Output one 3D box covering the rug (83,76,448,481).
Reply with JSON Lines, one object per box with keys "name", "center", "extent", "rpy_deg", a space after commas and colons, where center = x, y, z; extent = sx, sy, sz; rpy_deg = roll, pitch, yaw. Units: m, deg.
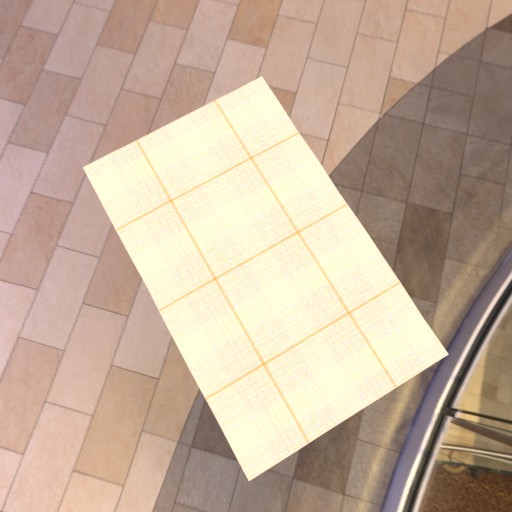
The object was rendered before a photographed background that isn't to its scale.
{"name": "rug", "center": [0.000, 0.000, 3.094], "extent": [1.527, 0.016, 2.442], "rpy_deg": [-29, 78, -7]}
